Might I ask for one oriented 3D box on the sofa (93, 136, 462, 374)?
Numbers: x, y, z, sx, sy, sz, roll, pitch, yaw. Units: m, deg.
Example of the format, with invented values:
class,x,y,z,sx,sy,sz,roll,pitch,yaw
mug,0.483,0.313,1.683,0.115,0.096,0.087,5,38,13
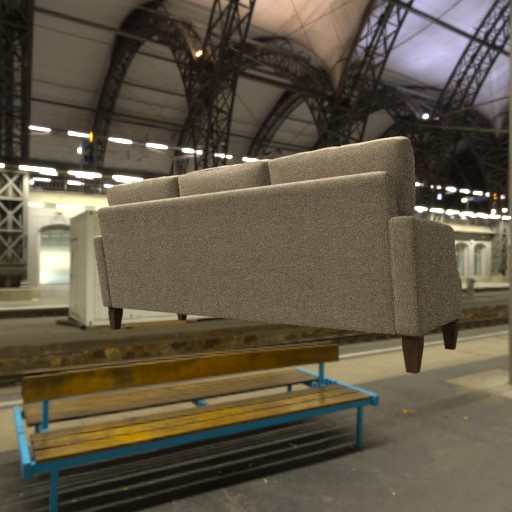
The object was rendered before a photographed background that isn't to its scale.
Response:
class,x,y,z,sx,sy,sz,roll,pitch,yaw
sofa,0.000,0.000,2.642,2.115,0.984,0.888,-1,-1,37
